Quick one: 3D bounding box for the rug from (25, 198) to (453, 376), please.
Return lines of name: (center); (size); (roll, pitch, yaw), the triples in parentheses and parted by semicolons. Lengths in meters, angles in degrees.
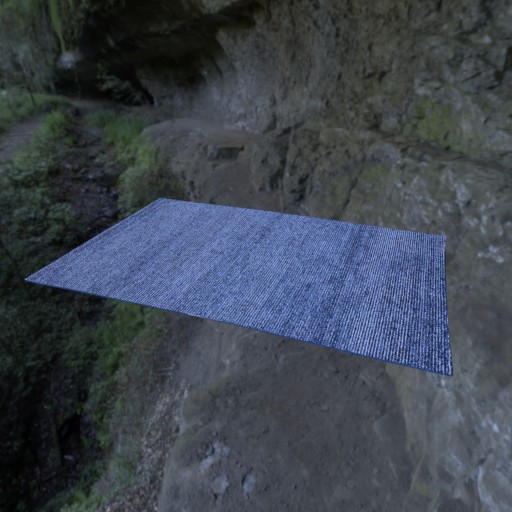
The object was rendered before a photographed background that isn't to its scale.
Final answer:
rug: (0.000, 0.000, 2.195); (1.793, 0.025, 1.159); (10, 29, 18)
